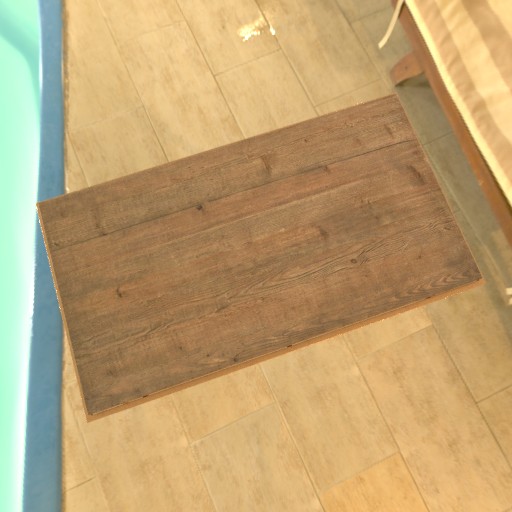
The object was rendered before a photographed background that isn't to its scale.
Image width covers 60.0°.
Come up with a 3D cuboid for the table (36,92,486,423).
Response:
[{"bbox_3d":[0.000,0.000,1.727,1.387,0.468,0.775,-18,77,-4],"label":"table"}]
